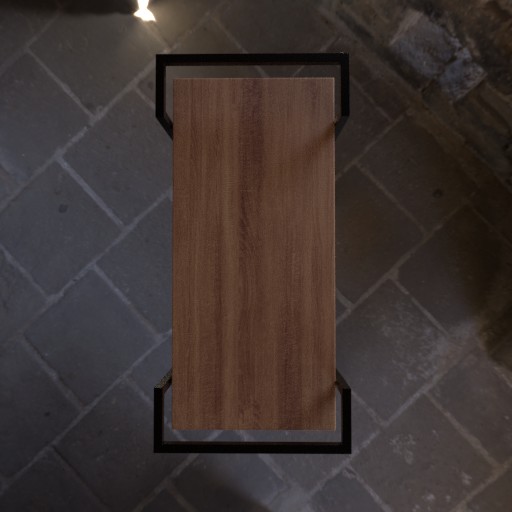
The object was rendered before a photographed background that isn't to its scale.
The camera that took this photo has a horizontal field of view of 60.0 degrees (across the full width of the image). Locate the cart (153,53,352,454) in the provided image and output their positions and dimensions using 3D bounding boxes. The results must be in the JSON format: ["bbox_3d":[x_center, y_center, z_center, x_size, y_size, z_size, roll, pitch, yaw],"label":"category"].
[{"bbox_3d":[0.000,0.000,1.273,0.406,0.762,0.806,0,89,1],"label":"cart"}]
